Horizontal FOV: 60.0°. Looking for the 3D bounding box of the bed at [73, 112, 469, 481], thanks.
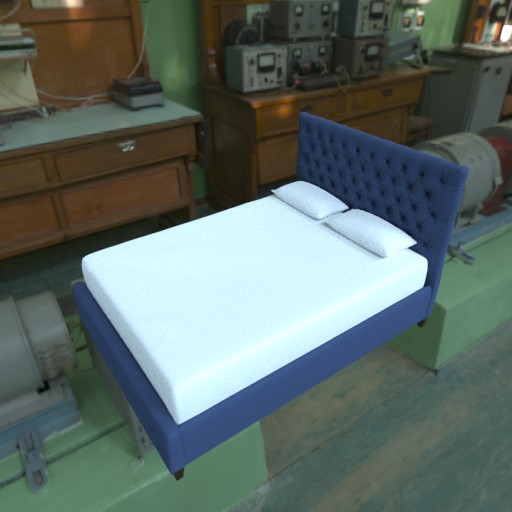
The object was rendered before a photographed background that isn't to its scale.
[{"bbox_3d":[0.000,0.000,3.347,2.387,1.427,1.706,-21,39,-29],"label":"bed"}]
